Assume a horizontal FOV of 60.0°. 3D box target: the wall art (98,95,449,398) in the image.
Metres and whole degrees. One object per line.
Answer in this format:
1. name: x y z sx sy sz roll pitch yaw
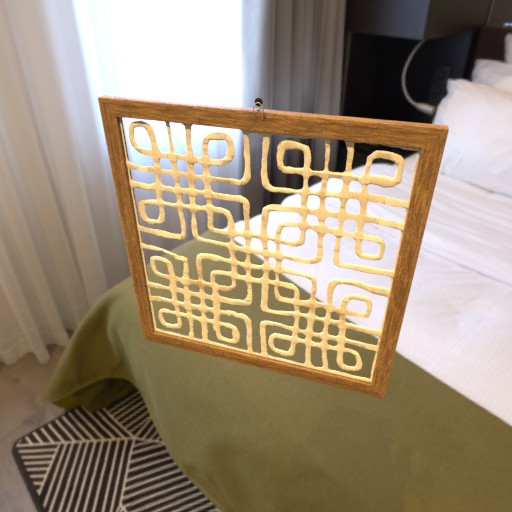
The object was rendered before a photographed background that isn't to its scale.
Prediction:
1. wall art: 0.000 0.000 0.834 0.561 0.582 0.021 10 35 15
